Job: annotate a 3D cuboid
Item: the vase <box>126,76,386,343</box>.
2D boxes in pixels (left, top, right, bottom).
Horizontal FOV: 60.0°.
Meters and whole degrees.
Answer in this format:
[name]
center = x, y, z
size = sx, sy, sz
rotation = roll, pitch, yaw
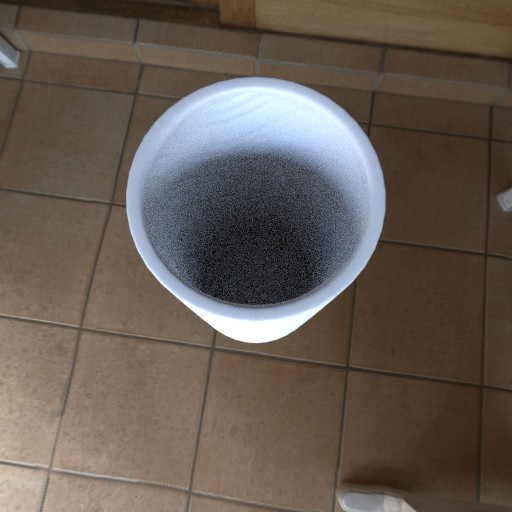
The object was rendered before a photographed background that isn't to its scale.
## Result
[vase]
center = 0.000, 0.000, 0.388
size = 0.143, 0.316, 0.143
rotation = 0, 77, 0
